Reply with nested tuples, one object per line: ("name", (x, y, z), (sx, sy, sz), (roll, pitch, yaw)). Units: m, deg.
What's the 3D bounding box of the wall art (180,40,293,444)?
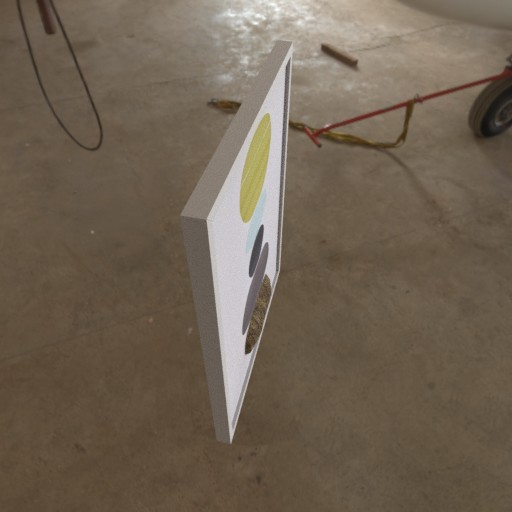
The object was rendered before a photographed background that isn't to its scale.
("wall art", (0.000, 0.000, 1.059), (0.055, 0.763, 0.611), (10, 47, 10))
